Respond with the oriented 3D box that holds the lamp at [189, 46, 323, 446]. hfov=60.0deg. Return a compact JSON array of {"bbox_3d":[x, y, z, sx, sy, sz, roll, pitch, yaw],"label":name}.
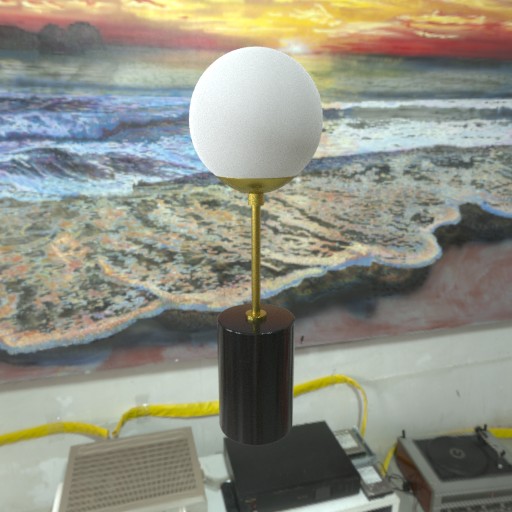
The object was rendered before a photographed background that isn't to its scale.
[{"bbox_3d":[0.000,0.000,0.556,0.153,0.480,0.153,0,15,0],"label":"lamp"}]
